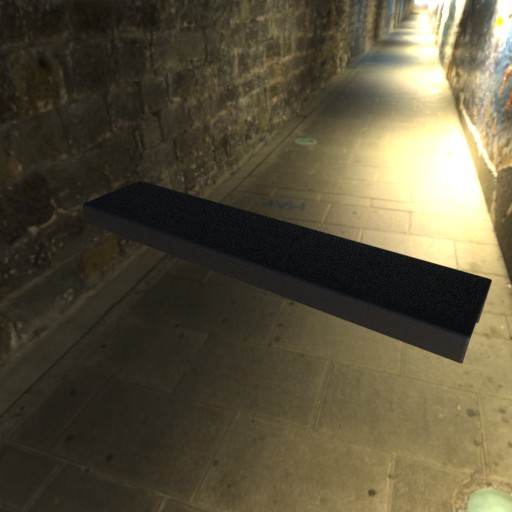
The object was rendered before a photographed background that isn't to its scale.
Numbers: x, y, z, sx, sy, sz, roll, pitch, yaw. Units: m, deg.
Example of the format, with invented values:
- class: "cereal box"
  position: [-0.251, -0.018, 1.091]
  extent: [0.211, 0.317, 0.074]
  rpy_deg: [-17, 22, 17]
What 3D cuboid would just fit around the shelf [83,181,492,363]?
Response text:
- class: "shelf"
  position: [0.000, 0.000, 0.493]
  extent: [0.456, 0.053, 0.102]
  rpy_deg: [19, 35, 29]
